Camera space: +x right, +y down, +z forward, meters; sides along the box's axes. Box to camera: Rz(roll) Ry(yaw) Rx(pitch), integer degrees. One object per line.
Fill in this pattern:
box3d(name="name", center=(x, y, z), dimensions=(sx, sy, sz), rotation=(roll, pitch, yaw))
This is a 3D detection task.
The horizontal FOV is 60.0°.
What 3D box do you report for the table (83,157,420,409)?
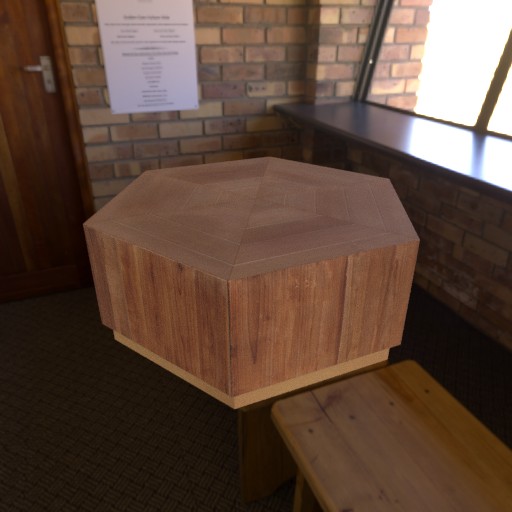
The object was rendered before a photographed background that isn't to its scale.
box3d(name="table", center=(0.000, 0.000, 1.664), dimensions=(1.154, 0.456, 1.000), rotation=(19, 32, 32))
